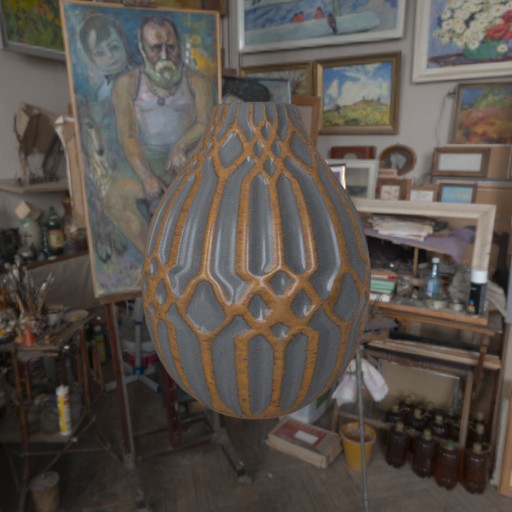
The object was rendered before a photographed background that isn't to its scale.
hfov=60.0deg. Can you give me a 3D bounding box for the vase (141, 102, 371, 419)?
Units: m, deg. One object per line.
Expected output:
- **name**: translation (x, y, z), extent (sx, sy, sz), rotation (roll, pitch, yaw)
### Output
- **vase**: translation (0.000, 0.000, 0.136), extent (0.069, 0.088, 0.069), rotation (0, 14, 0)
